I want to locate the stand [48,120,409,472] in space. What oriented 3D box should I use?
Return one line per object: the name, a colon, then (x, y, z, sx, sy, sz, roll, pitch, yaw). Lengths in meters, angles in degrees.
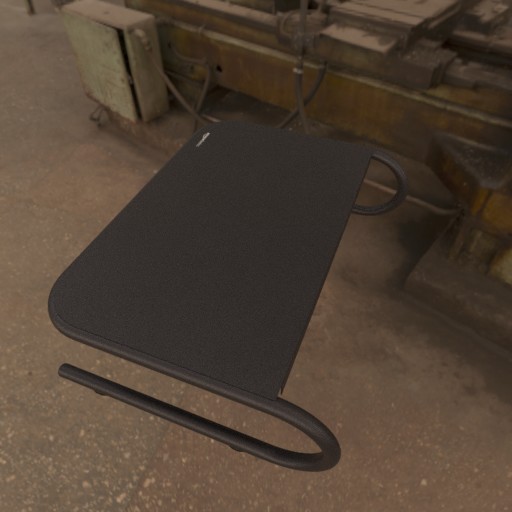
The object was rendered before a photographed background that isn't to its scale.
stand: (0.000, 0.000, 0.491, 0.280, 0.108, 0.370, 16, 48, 15)
